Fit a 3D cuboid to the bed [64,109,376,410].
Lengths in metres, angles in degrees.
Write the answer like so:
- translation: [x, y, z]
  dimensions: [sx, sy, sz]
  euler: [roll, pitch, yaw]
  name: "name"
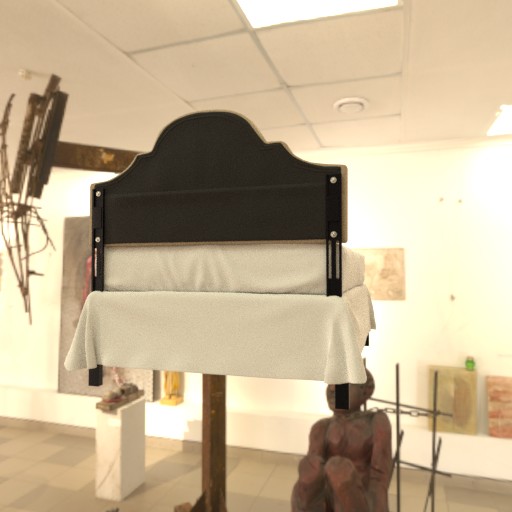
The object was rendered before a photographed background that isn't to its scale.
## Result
- translation: [0.000, 0.000, 3.446]
  dimensions: [1.780, 1.634, 2.222]
  euler: [0, -2, 17]
  name: "bed"
